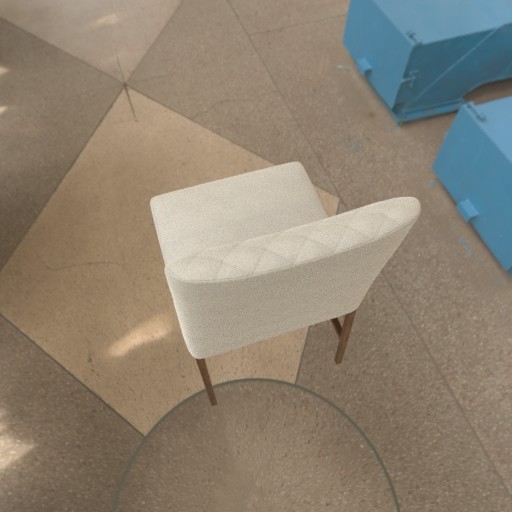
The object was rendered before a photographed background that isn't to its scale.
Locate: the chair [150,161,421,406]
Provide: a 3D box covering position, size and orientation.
[{"bbox_3d":[0.000,0.000,1.252,0.503,0.933,0.597,-16,60,-9],"label":"chair"}]
